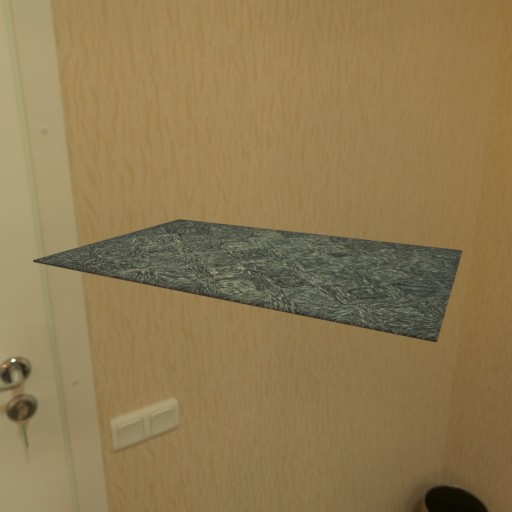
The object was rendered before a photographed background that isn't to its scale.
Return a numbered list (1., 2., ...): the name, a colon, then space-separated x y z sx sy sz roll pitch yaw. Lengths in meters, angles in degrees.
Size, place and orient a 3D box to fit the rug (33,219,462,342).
1. rug: 0.000 0.000 2.839 2.330 0.017 1.478 8 18 26
